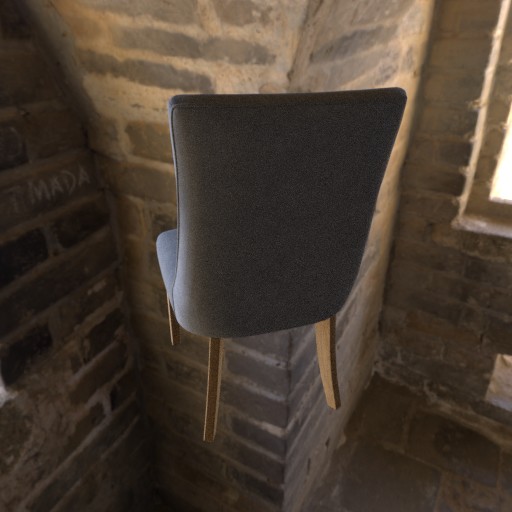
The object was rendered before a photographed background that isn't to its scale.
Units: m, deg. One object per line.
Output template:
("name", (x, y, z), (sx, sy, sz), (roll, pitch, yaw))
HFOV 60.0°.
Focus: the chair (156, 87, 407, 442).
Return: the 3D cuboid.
("chair", (0.000, 0.000, 1.217), (0.495, 0.902, 0.610), (-8, 27, -16))
